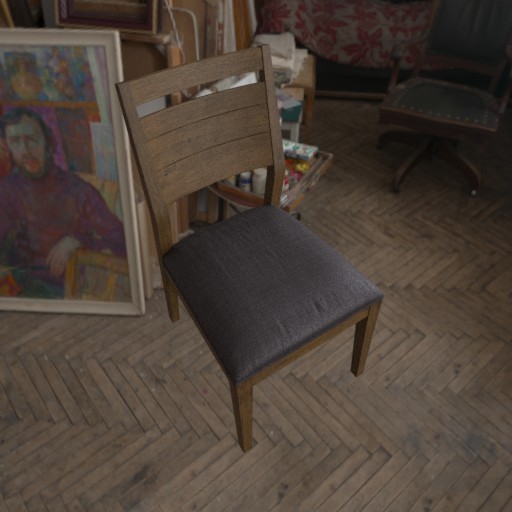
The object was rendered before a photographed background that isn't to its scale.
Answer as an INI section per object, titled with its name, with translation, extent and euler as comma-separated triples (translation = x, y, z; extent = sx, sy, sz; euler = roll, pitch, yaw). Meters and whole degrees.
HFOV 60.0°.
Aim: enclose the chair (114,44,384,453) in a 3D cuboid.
[chair]
translation = 0.000, 0.000, 1.290
extent = 0.501, 0.939, 0.610
euler = -26, 52, -22
